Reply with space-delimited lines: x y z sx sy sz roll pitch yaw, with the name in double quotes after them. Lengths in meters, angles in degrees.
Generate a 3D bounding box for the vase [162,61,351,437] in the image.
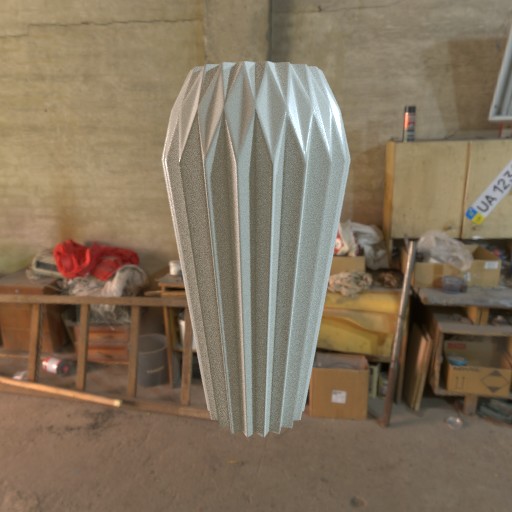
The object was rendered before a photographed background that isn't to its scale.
0.000 0.000 0.338 0.133 0.263 0.133 0 16 0 "vase"
